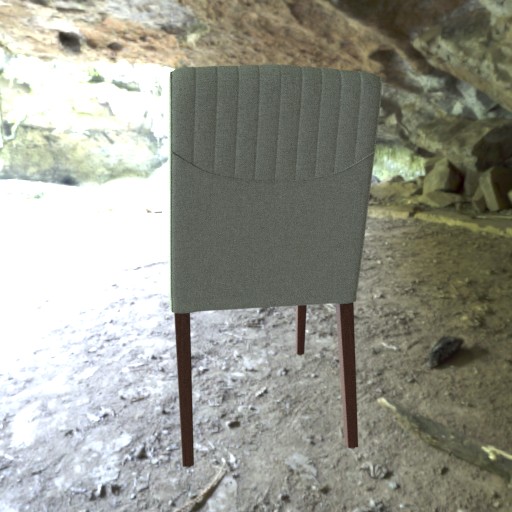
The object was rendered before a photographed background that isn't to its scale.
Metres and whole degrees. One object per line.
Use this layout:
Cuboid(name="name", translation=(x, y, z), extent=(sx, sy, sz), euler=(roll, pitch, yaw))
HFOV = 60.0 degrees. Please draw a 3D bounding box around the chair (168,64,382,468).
Cuboid(name="chair", translation=(0.000, 0.000, 1.229), extent=(0.480, 0.900, 0.594), euler=(-2, 15, -9))
